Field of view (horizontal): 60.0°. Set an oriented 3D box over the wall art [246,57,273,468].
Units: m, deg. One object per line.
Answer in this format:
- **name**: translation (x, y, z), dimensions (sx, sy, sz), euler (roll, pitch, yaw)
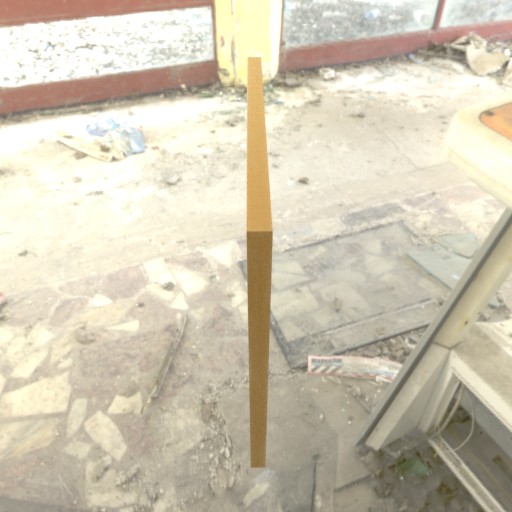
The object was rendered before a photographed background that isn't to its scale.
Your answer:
- **wall art**: translation (0.000, 0.000, 1.160), dimensions (0.037, 0.760, 0.762), euler (-1, 41, -1)
